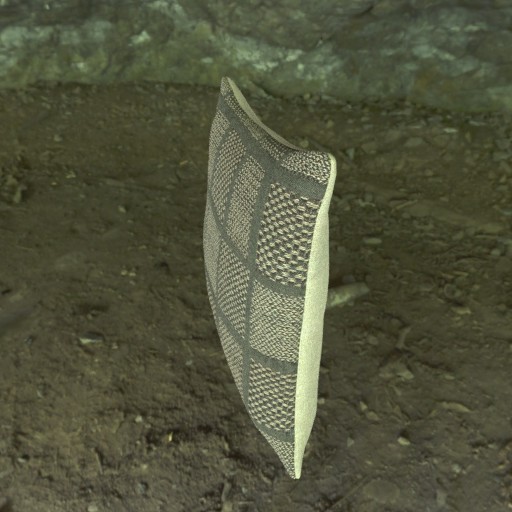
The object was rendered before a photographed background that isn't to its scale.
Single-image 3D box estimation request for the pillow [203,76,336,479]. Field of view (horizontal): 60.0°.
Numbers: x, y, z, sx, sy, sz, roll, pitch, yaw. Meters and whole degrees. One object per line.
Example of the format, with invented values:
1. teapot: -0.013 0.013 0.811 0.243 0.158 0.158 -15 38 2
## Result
1. pillow: 0.000 0.000 0.646 0.138 0.432 0.435 -8 31 -13
